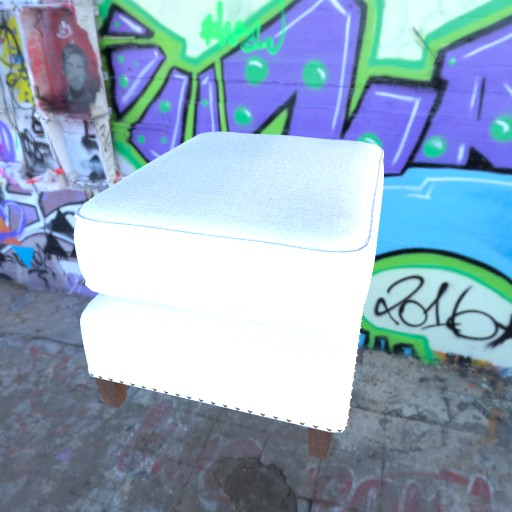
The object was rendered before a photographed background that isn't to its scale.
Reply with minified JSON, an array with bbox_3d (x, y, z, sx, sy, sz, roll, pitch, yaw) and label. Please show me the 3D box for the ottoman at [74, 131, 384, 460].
[{"bbox_3d":[0.000,0.000,1.155,0.589,0.537,0.738,8,30,14],"label":"ottoman"}]
